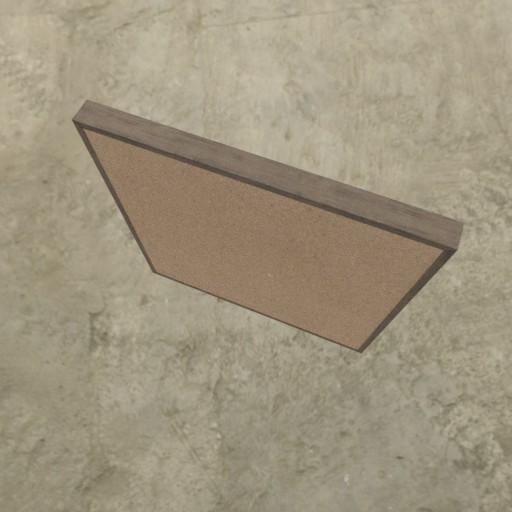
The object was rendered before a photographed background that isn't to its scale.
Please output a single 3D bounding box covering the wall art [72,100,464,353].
[{"bbox_3d":[0.000,0.000,0.779,0.508,0.508,0.038,20,66,9],"label":"wall art"}]
